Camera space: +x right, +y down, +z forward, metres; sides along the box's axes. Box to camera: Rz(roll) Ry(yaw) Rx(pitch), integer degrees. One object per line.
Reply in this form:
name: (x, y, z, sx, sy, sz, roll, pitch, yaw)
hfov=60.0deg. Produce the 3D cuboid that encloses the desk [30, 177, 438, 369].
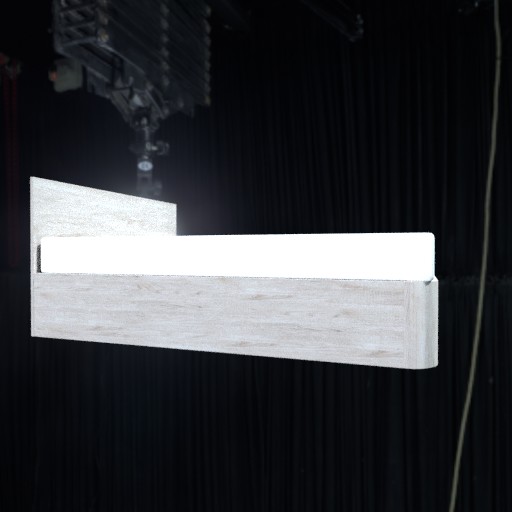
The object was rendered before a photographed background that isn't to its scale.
desk: (0.000, 0.000, 2.560, 1.900, 0.800, 1.400, 0, 1, 20)
